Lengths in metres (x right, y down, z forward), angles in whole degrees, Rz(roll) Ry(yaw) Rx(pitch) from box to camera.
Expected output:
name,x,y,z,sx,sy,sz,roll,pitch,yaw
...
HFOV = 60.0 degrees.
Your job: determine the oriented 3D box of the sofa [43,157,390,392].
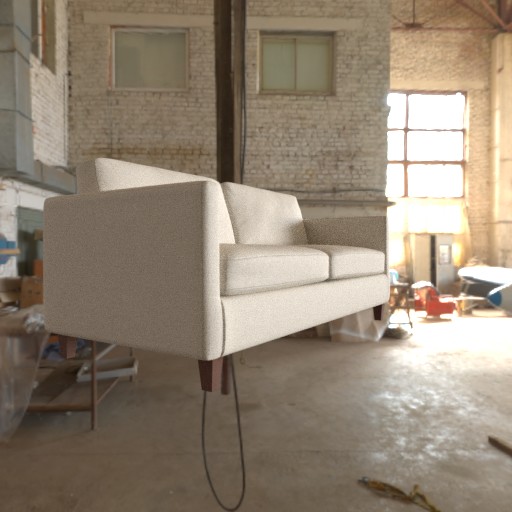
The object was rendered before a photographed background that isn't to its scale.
name,x,y,z,sx,sy,sz,roll,pitch,yaw
sofa,0.000,0.000,2.484,0.965,0.889,1.981,1,1,34
